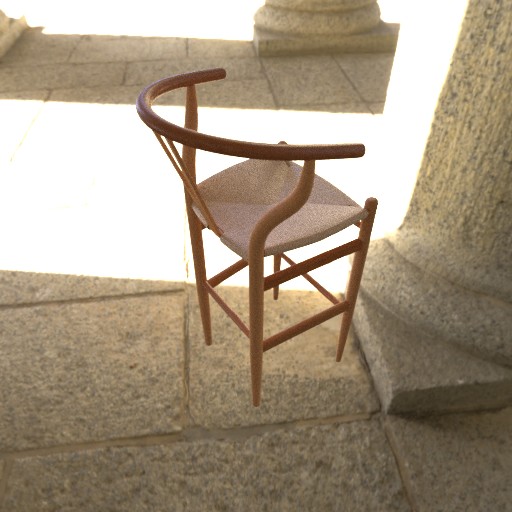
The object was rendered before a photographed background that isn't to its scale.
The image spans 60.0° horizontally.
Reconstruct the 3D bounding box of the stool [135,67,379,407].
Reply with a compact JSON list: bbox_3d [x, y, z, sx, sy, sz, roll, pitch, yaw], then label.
[{"bbox_3d":[0.000,0.000,1.378,0.561,1.068,0.574,-26,48,-26],"label":"stool"}]
